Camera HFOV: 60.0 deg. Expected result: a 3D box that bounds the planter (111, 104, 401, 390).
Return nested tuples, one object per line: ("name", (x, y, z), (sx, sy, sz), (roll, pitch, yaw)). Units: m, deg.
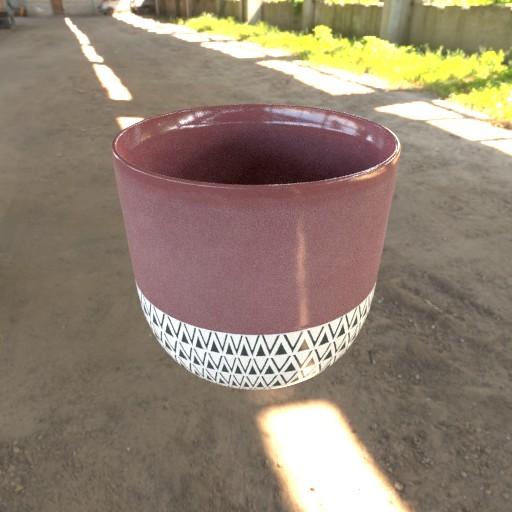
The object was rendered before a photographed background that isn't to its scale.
("planter", (0.000, 0.000, 0.490), (0.266, 0.270, 0.266), (0, 31, 0))
